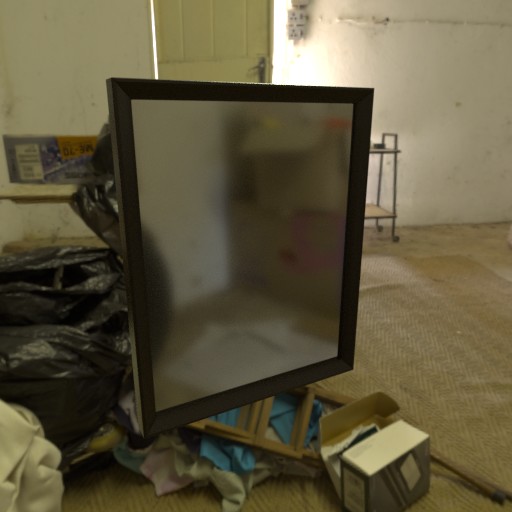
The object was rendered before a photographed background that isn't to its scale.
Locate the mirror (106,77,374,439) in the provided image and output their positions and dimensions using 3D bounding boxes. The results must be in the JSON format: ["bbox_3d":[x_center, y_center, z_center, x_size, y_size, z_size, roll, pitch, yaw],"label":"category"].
[{"bbox_3d":[0.000,0.000,0.702,0.406,0.509,0.041,-9,20,-27],"label":"mirror"}]
